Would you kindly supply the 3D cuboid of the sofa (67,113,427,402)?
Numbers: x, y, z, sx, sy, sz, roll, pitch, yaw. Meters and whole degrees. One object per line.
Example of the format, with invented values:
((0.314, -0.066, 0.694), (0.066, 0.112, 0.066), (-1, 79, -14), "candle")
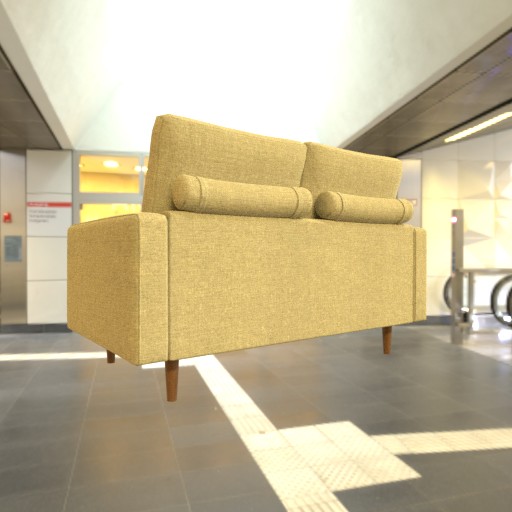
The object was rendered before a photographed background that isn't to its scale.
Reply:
((0.000, 0.000, 1.952), (1.407, 0.907, 0.842), (0, 1, -36), "sofa")
